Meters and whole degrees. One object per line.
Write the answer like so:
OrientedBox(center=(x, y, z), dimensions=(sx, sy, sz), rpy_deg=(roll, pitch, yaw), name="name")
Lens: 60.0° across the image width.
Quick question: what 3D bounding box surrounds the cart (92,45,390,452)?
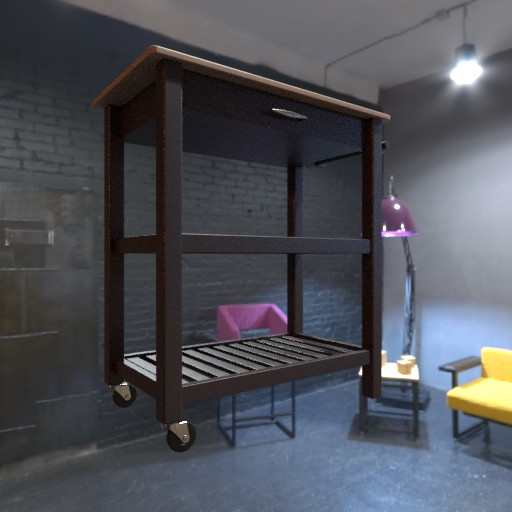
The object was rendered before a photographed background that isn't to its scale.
OrientedBox(center=(0.000, 0.000, 1.419), dimensions=(0.899, 0.927, 0.457), rpy_deg=(0, 0, -36), name="cart")
